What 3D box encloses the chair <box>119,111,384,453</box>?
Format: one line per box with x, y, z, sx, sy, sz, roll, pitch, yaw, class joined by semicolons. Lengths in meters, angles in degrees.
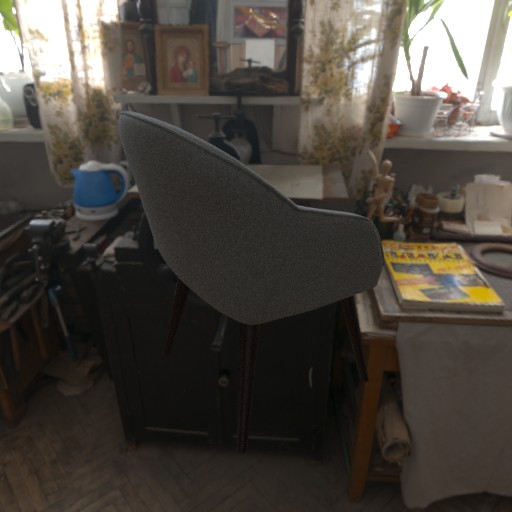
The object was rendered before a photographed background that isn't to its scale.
0.000;0.000;1.238;0.611;0.810;0.589;-17;31;-31;chair
